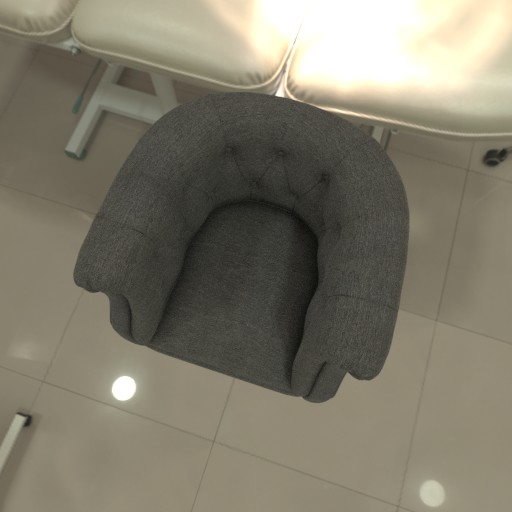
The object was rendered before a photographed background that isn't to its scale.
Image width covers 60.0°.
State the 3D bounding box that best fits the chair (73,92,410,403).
[{"bbox_3d":[0.000,0.000,1.603,0.905,0.827,0.852,17,74,5],"label":"chair"}]
